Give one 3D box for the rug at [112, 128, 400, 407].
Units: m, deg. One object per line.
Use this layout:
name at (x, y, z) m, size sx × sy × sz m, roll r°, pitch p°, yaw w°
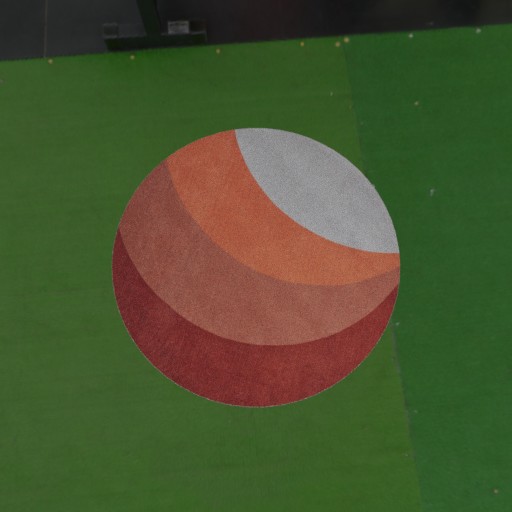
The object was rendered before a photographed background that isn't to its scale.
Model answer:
rug at (0.000, 0.000, 2.337) m, size 1.514 × 0.015 × 1.514 m, roll 0°, pitch 75°, yaw 0°
